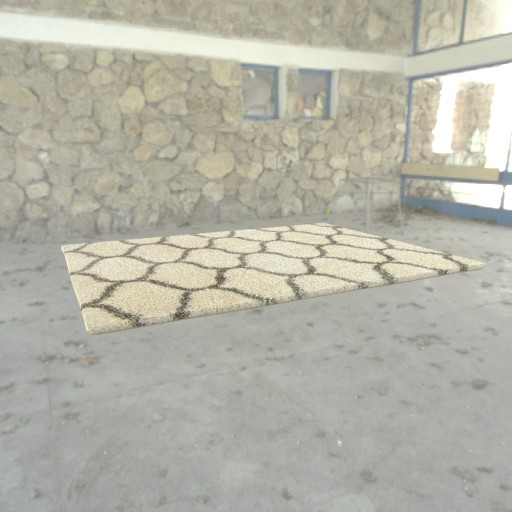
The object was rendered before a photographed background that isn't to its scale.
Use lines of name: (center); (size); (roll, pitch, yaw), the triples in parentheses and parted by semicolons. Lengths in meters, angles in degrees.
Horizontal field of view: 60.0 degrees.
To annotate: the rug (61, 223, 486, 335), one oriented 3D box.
rug: (0.000, 0.000, 2.055); (1.600, 0.025, 1.200); (-7, 15, -25)
